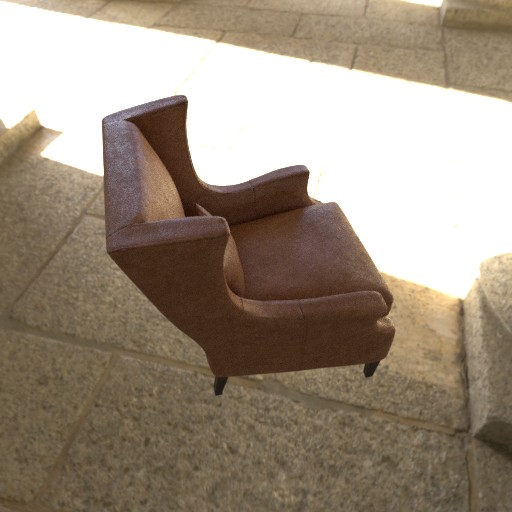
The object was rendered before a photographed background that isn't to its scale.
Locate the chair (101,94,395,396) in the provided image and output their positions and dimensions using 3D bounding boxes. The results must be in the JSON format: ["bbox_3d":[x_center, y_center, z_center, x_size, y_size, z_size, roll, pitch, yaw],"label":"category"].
[{"bbox_3d":[0.000,0.000,1.721,0.926,1.016,0.853,-11,48,-10],"label":"chair"}]
